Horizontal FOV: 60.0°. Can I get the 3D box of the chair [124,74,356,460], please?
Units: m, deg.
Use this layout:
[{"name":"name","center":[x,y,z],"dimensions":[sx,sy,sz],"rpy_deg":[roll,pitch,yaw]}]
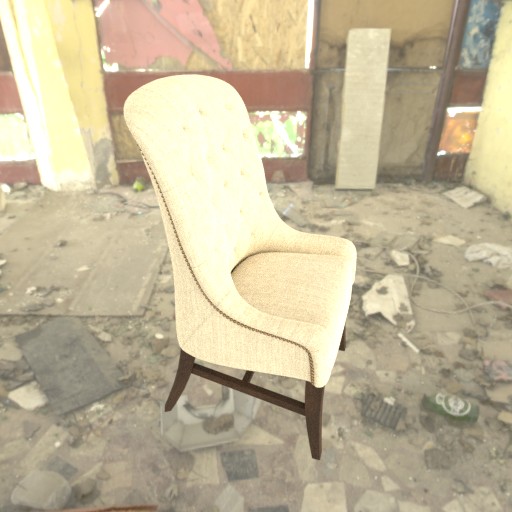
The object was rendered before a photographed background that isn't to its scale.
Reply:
[{"name":"chair","center":[0.000,0.000,1.478],"dimensions":[0.629,1.091,0.634],"rpy_deg":[9,31,16]}]
